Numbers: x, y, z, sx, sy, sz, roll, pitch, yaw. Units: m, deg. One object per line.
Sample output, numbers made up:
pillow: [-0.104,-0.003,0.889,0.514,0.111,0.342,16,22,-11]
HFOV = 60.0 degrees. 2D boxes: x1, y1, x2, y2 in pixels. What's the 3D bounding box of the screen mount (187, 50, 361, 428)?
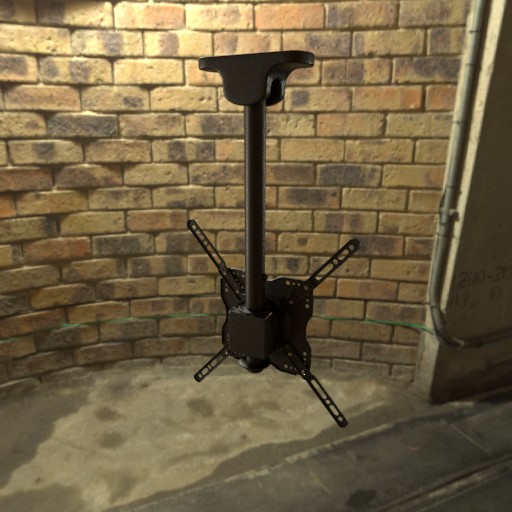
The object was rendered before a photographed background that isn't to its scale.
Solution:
screen mount: [0.000,0.000,0.881,0.393,0.729,0.090,9,19,27]
